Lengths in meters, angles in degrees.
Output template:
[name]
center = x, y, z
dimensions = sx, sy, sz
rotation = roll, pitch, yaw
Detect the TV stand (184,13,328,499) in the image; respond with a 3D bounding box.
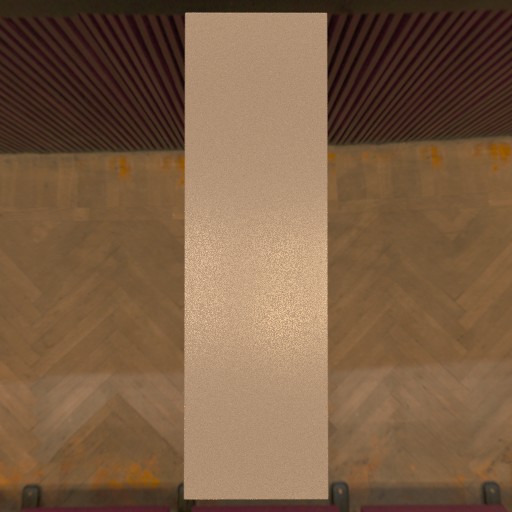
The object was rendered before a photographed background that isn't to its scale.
[TV stand]
center = 0.000, 0.000, 1.364
dimensions = 0.344, 0.603, 1.167
rotation = 0, 89, 0
